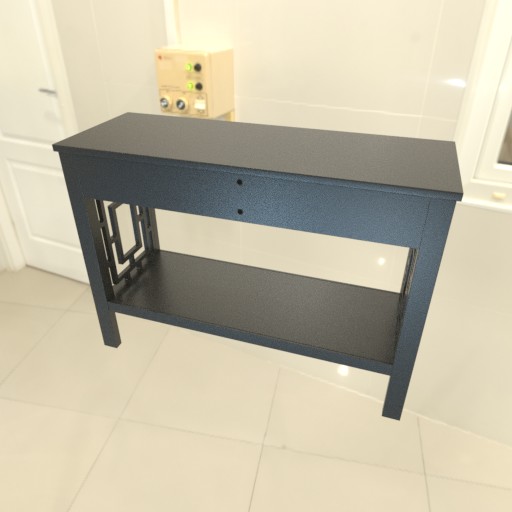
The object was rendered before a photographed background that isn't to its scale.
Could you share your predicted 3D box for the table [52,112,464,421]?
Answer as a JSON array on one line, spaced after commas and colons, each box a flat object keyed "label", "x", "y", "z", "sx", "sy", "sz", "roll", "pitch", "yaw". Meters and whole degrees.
[{"label": "table", "x": 0.000, "y": 0.000, "z": 1.448, "sx": 1.068, "sy": 0.753, "sz": 0.397, "roll": 10, "pitch": 33, "yaw": 16}]
